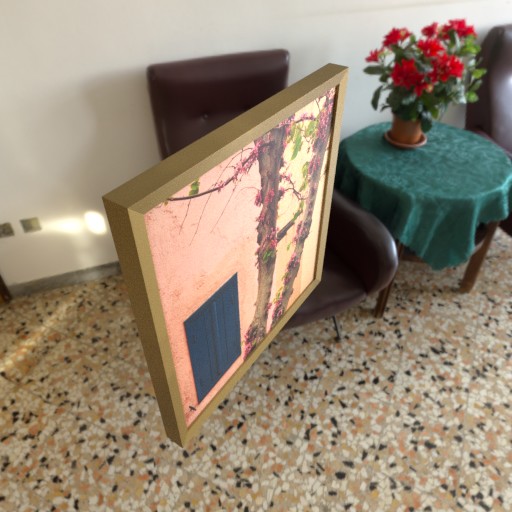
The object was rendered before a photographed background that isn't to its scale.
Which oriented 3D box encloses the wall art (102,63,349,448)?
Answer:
[{"bbox_3d":[0.000,0.000,0.772,0.038,0.508,0.507,24,47,25],"label":"wall art"}]
